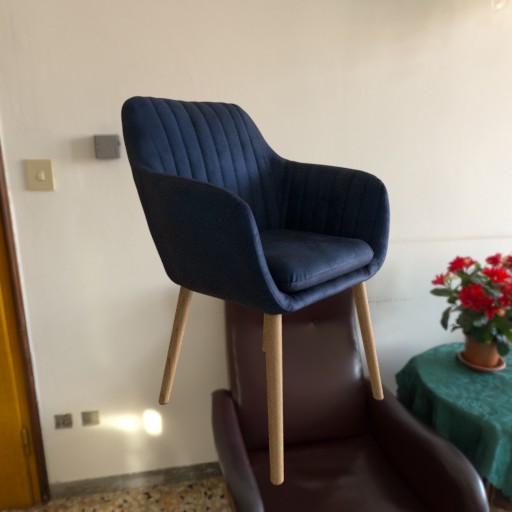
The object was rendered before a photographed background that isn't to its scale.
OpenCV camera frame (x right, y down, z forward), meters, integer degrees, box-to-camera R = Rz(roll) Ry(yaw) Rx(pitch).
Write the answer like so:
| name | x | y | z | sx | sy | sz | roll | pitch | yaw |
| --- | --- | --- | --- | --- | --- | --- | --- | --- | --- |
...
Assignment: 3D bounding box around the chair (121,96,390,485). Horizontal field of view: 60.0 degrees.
| name | x | y | z | sx | sy | sz | roll | pitch | yaw |
| --- | --- | --- | --- | --- | --- | --- | --- | --- | --- |
| chair | 0.000 | 0.000 | 1.190 | 0.573 | 0.826 | 0.578 | 14 | 20 | 42 |
